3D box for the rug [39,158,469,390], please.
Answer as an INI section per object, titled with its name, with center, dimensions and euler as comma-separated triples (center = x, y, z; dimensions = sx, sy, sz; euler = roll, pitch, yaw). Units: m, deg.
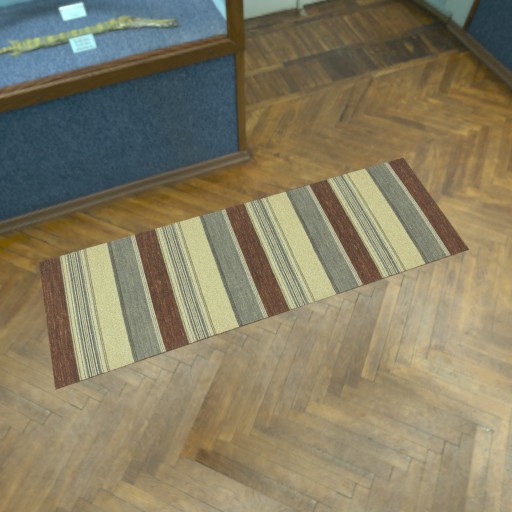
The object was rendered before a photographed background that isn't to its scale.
[rug]
center = 0.000, 0.000, 2.641
dimensions = 2.437, 0.006, 0.792
euler = -17, 61, -10
